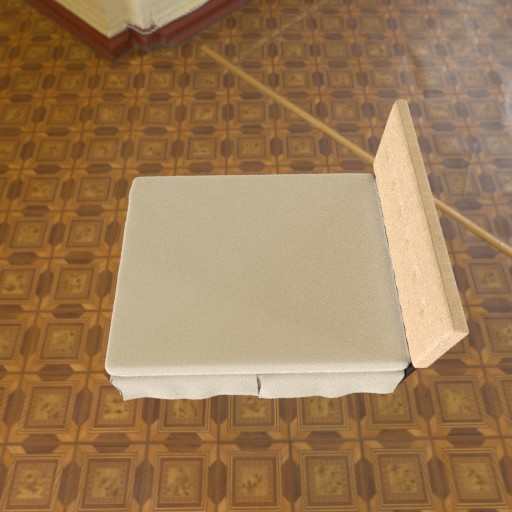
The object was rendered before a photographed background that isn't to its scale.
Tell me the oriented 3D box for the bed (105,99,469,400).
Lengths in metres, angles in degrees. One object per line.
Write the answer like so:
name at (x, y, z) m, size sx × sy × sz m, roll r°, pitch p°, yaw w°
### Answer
bed at (0.000, 0.000, 3.009) m, size 1.978 × 1.270 × 1.643 m, roll -1°, pitch 60°, yaw -1°
